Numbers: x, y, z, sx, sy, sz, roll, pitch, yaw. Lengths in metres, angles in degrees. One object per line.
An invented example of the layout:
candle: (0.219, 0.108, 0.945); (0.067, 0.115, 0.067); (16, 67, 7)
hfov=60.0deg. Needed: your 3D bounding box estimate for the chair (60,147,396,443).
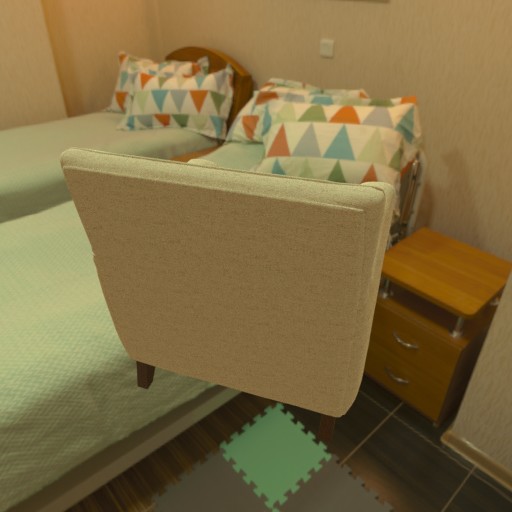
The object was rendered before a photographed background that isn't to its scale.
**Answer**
chair: (0.000, 0.000, 1.579); (0.870, 0.943, 0.823); (11, 34, 16)
